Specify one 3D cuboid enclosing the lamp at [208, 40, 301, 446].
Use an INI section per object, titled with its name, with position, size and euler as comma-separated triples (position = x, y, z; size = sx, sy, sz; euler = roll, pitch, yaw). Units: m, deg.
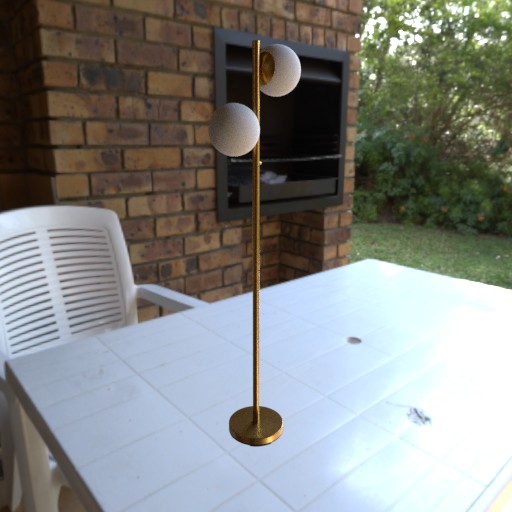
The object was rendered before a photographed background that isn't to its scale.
[lamp]
position = 0.000, 0.000, 1.833
size = 0.249, 1.641, 0.419
euler = 14, 20, 43
